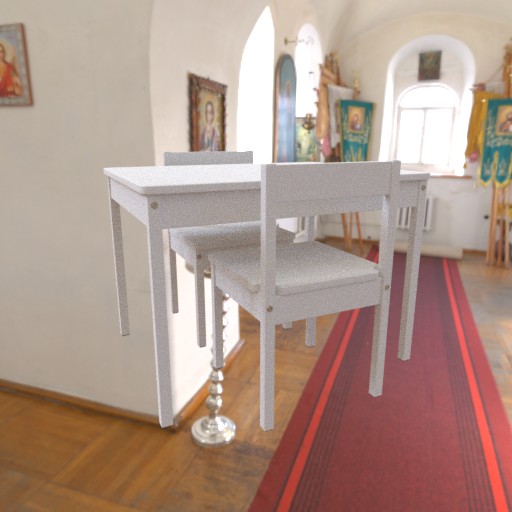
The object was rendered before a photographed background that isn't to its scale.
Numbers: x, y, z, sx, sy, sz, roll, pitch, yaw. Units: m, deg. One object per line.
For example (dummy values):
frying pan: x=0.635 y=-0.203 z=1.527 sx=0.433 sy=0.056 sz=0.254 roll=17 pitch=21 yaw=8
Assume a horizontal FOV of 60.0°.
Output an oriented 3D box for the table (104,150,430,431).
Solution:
table: x=0.000 y=0.000 z=1.130 sx=0.650 sy=0.503 sz=0.672 roll=-7 pitch=17 yaw=-25
